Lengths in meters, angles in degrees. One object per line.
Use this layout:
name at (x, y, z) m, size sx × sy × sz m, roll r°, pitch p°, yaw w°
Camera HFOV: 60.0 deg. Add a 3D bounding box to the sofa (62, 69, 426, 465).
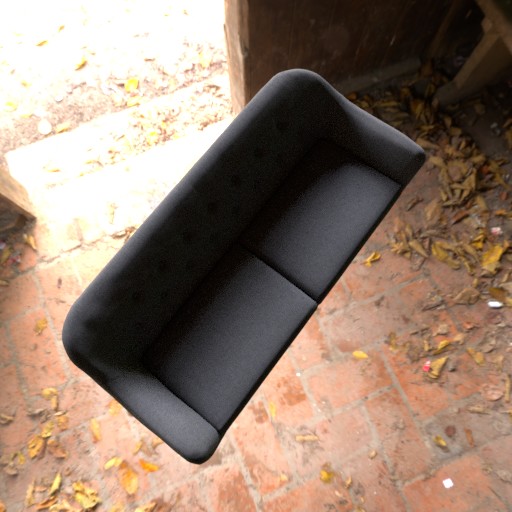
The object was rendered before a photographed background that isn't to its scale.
sofa at (0.000, 0.000, 2.233) m, size 0.820 × 0.820 × 1.840 m, roll 37°, pitch 78°, yaw 9°
